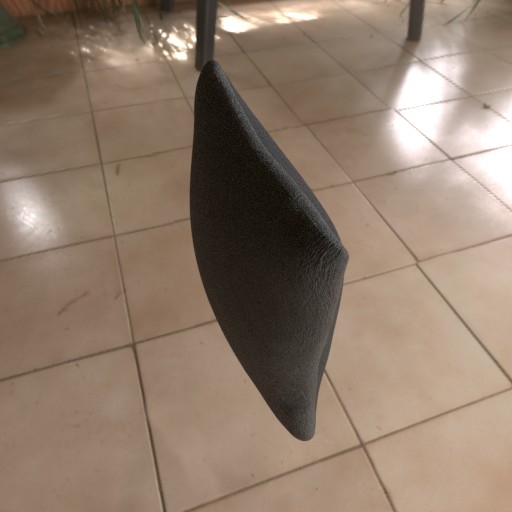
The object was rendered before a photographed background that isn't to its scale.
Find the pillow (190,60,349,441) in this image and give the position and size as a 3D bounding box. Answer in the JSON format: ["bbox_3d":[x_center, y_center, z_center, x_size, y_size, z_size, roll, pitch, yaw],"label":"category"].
[{"bbox_3d":[0.000,0.000,0.815,0.210,0.523,0.533,-15,48,-14],"label":"pillow"}]
